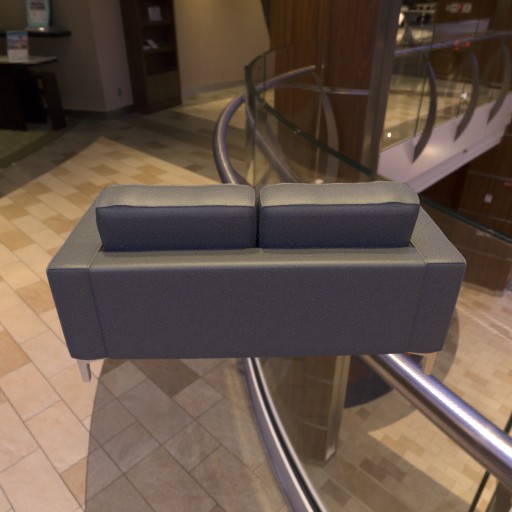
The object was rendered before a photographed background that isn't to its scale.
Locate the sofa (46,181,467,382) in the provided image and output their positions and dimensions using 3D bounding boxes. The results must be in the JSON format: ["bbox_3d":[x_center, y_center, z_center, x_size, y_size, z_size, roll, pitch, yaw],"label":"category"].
[{"bbox_3d":[0.000,0.000,2.201,1.726,0.893,0.833,-1,31,-1],"label":"sofa"}]
